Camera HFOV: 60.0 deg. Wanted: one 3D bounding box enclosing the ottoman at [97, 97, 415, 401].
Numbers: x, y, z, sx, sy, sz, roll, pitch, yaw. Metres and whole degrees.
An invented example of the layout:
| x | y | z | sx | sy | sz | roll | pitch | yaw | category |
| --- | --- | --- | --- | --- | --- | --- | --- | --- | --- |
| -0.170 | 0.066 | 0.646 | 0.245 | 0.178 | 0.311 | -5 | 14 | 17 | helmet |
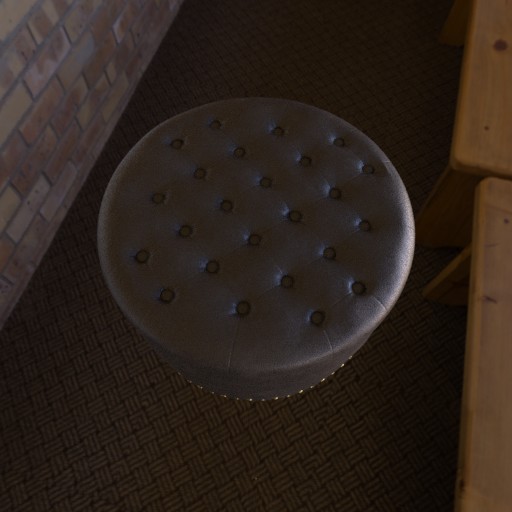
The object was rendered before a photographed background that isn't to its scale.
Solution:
| x | y | z | sx | sy | sz | roll | pitch | yaw | category |
| --- | --- | --- | --- | --- | --- | --- | --- | --- | --- |
| 0.000 | 0.000 | 1.062 | 0.637 | 0.442 | 0.637 | 0 | 63 | 0 | ottoman |
